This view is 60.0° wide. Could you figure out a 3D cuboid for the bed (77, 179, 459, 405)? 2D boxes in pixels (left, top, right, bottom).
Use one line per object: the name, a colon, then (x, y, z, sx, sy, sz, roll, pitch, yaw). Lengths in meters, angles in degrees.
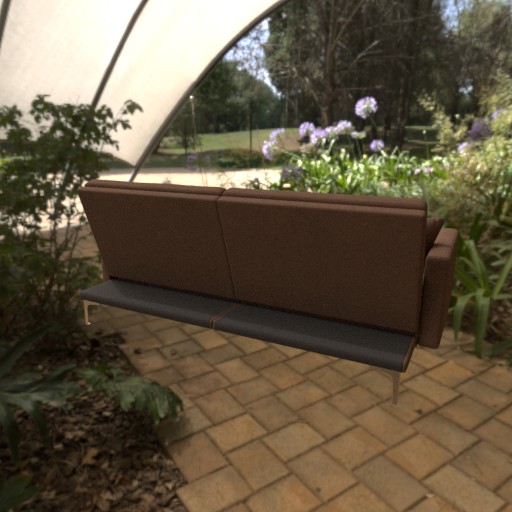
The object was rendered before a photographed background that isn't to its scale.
bed: (0.000, 0.000, 2.363, 1.905, 0.787, 0.889, 8, 17, 26)
